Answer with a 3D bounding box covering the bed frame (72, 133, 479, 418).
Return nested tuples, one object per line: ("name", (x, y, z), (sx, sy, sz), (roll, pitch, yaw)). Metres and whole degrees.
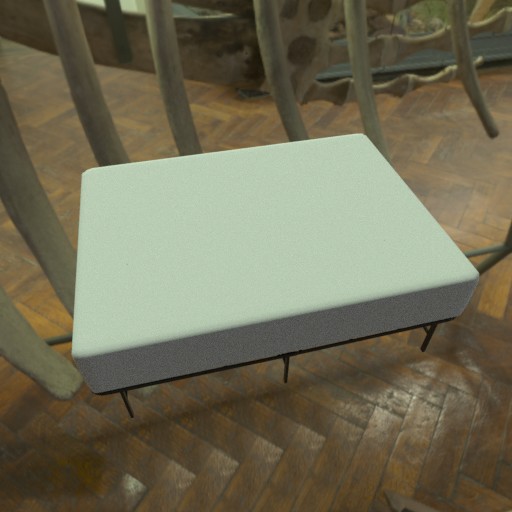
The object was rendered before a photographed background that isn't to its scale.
("bed frame", (0.000, 0.000, 2.832), (2.037, 0.677, 1.528), (-10, 46, -10))
